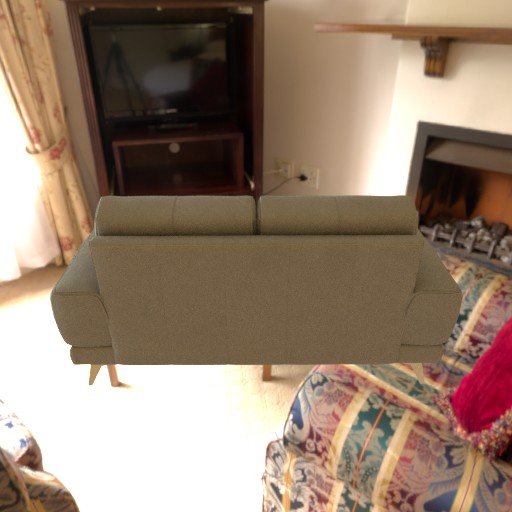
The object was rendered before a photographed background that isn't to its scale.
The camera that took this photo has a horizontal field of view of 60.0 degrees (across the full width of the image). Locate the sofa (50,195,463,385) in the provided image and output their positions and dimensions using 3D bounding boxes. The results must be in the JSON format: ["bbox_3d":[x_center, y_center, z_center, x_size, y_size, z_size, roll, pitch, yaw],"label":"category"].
[{"bbox_3d":[0.000,0.000,2.340,1.806,0.907,1.018,0,29,0],"label":"sofa"}]
